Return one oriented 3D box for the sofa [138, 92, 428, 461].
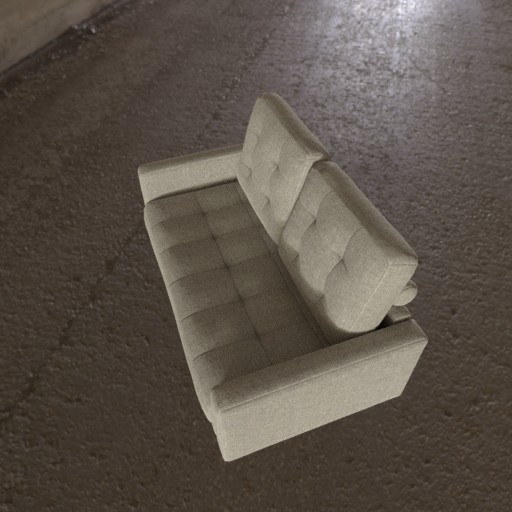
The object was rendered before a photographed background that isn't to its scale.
[{"bbox_3d":[0.000,0.000,1.991,0.842,0.907,1.407,-15,48,-14],"label":"sofa"}]
